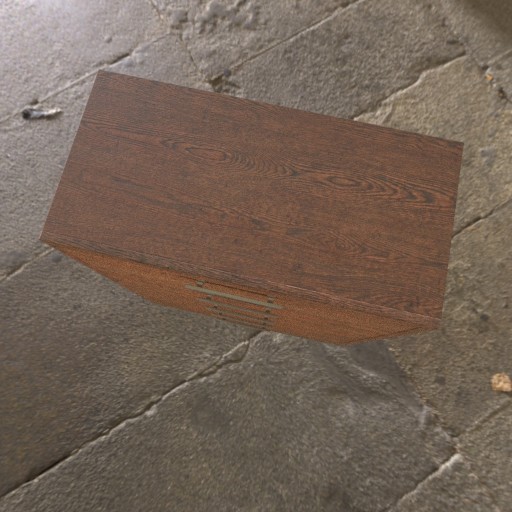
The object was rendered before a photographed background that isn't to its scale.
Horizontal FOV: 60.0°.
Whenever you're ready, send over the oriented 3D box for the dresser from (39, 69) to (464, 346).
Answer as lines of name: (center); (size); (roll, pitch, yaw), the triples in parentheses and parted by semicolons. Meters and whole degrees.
dresser: (0.000, 0.000, 1.730); (0.965, 1.321, 0.508); (12, 77, 3)
